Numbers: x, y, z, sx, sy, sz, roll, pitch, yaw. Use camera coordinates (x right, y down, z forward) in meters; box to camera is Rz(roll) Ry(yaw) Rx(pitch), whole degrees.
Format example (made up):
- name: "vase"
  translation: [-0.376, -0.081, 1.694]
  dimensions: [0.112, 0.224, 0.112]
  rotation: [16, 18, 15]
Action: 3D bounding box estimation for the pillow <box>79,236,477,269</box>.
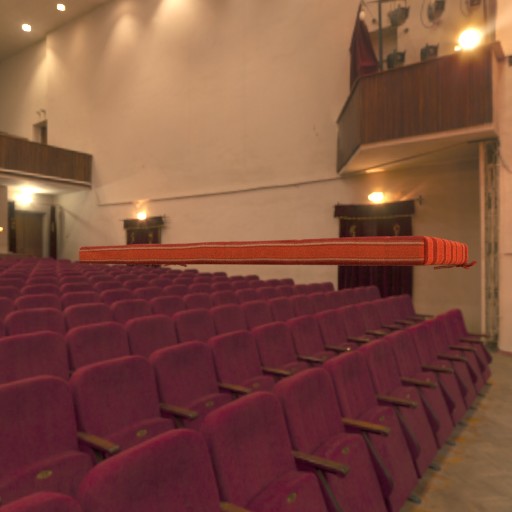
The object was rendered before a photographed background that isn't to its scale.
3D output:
- name: "pillow"
  translation: [0.000, 0.000, 1.376]
  dimensions: [1.187, 0.081, 0.492]
  rotation: [0, -1, 35]
